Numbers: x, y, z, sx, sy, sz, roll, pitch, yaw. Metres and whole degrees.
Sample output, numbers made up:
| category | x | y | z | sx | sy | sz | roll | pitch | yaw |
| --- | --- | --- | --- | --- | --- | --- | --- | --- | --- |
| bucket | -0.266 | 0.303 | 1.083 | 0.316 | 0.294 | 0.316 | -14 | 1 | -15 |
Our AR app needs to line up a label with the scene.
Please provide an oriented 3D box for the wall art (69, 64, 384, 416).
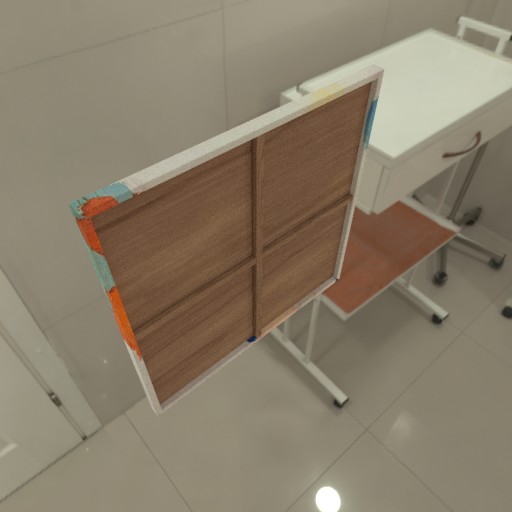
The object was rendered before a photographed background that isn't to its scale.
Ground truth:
| category | x | y | z | sx | sy | sz | roll | pitch | yaw |
| --- | --- | --- | --- | --- | --- | --- | --- | --- | --- |
| wall art | 0.000 | 0.000 | 1.222 | 0.814 | 0.814 | 0.037 | -33 | 55 | -26 |
